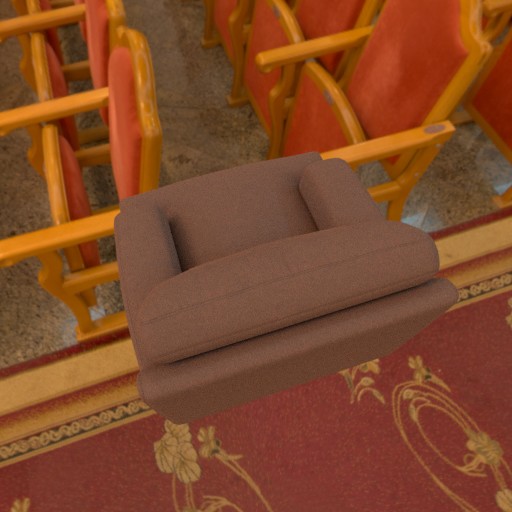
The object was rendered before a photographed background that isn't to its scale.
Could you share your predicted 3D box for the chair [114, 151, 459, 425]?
[{"bbox_3d":[0.000,0.000,1.959,1.168,0.940,1.143,-16,60,-9],"label":"chair"}]
